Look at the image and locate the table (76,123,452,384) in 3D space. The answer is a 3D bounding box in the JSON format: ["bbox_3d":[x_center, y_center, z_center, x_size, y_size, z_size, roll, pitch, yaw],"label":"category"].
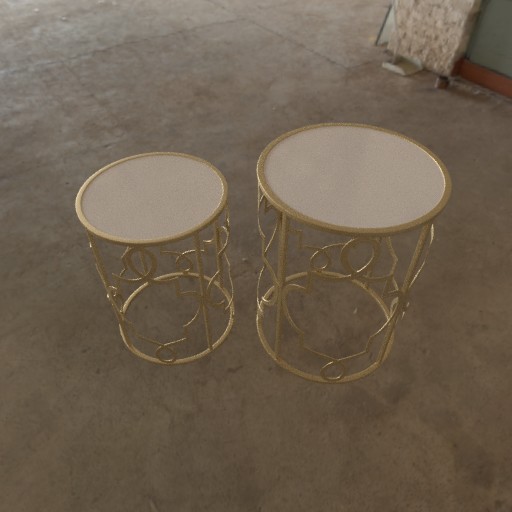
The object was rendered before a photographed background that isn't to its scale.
[{"bbox_3d":[0.000,0.000,1.188,0.846,0.564,0.420,2,45,2],"label":"table"}]
